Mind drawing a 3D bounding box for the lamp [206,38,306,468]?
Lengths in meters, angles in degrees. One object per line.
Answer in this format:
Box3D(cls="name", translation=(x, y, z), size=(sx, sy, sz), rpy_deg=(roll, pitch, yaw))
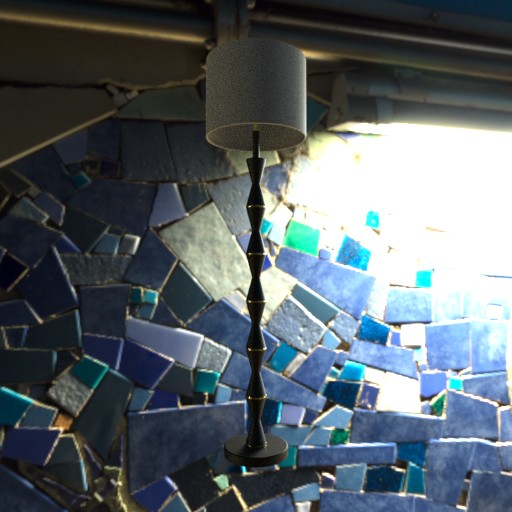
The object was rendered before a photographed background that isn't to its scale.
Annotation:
Box3D(cls="lamp", translation=(0.000, 0.000, 1.681), size=(0.381, 1.480, 0.381), rpy_deg=(0, -1, 0))
